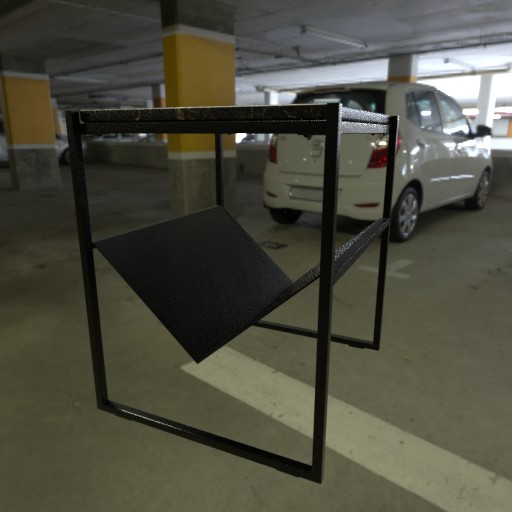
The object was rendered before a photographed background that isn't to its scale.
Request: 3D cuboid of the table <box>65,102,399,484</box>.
[{"bbox_3d":[0.000,0.000,0.869,0.432,0.534,0.469,7,17,24],"label":"table"}]
